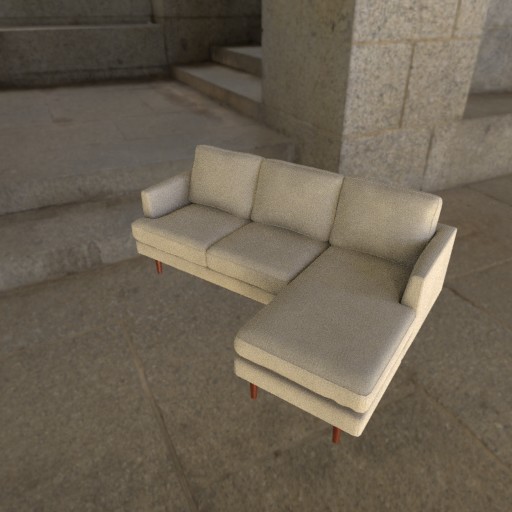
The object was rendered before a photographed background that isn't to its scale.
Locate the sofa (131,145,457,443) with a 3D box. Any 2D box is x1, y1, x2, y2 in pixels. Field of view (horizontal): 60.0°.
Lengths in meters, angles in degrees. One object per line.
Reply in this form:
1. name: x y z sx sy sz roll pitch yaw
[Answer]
1. sofa: 0.000 0.000 3.055 2.233 0.956 1.504 19 36 29
